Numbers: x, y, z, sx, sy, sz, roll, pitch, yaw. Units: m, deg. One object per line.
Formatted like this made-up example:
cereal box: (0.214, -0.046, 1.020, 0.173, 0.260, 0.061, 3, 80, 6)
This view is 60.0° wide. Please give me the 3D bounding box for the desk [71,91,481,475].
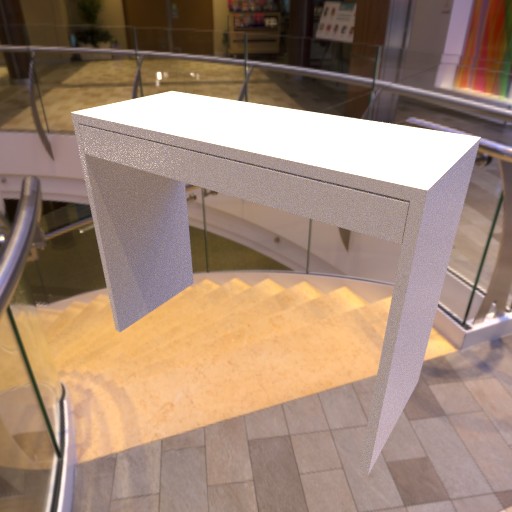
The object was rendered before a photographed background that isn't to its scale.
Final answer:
desk: (0.000, 0.000, 1.341, 1.000, 0.790, 0.400, 20, 36, 30)
